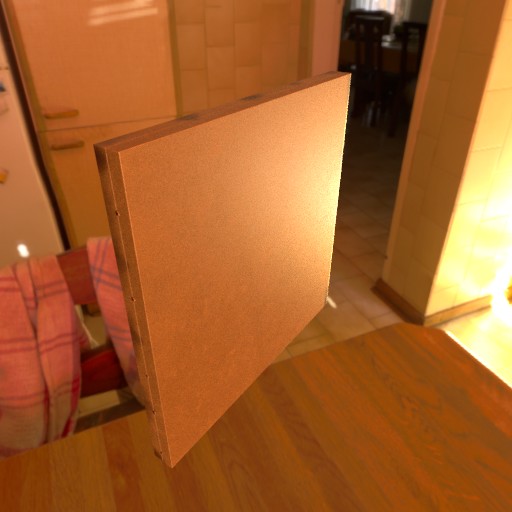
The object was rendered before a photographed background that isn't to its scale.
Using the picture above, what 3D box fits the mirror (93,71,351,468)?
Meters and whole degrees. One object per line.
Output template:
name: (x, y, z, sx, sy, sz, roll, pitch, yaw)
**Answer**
mirror: (0.000, 0.000, 0.741, 0.042, 0.507, 0.509, 21, 38, 30)
